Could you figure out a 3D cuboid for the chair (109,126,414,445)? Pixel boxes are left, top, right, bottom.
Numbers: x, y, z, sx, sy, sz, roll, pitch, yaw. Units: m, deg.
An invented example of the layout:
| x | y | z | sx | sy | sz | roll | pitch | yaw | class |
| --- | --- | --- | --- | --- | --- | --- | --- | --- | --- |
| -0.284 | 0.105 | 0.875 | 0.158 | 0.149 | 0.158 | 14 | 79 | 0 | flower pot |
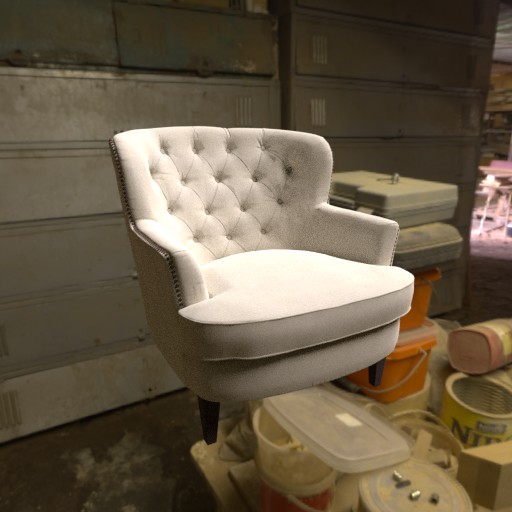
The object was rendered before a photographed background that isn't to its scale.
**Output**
| x | y | z | sx | sy | sz | roll | pitch | yaw | class |
| --- | --- | --- | --- | --- | --- | --- | --- | --- | --- |
| 0.000 | 0.000 | 1.538 | 0.848 | 0.868 | 0.906 | -8 | 18 | -27 | chair |
